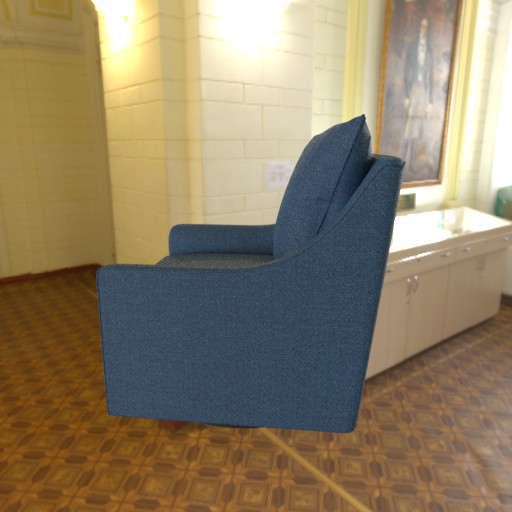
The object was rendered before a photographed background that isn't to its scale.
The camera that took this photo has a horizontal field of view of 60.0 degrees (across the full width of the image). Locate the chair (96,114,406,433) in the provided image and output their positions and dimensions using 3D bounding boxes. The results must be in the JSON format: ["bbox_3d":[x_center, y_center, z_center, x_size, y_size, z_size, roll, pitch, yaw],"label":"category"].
[{"bbox_3d":[0.000,0.000,1.607,0.870,0.939,0.750,2,14,7],"label":"chair"}]
